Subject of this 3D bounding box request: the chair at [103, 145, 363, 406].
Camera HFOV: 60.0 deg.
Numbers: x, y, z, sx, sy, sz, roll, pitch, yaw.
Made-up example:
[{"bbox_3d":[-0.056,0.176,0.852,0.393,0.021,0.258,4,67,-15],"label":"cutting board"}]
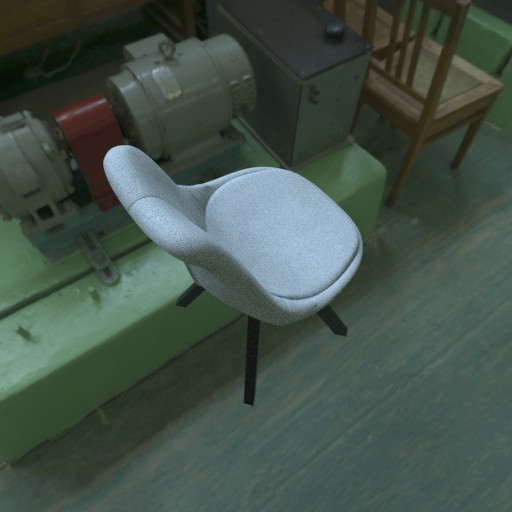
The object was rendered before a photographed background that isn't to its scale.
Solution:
[{"bbox_3d":[0.000,0.000,1.194,0.550,0.850,0.485,-32,63,-19],"label":"chair"}]
